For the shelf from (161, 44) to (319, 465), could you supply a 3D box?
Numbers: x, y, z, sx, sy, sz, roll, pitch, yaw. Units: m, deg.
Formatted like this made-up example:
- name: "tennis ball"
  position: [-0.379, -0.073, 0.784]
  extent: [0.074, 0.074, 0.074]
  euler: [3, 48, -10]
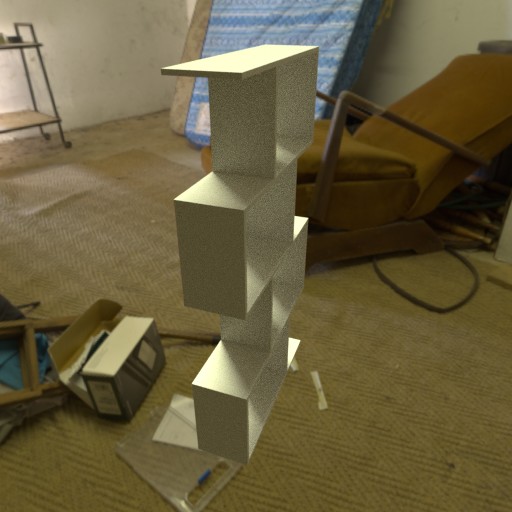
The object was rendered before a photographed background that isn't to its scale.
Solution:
- name: "shelf"
  position: [0.000, 0.000, 1.990]
  extent: [0.250, 1.650, 0.890]
  euler: [10, 31, 18]
